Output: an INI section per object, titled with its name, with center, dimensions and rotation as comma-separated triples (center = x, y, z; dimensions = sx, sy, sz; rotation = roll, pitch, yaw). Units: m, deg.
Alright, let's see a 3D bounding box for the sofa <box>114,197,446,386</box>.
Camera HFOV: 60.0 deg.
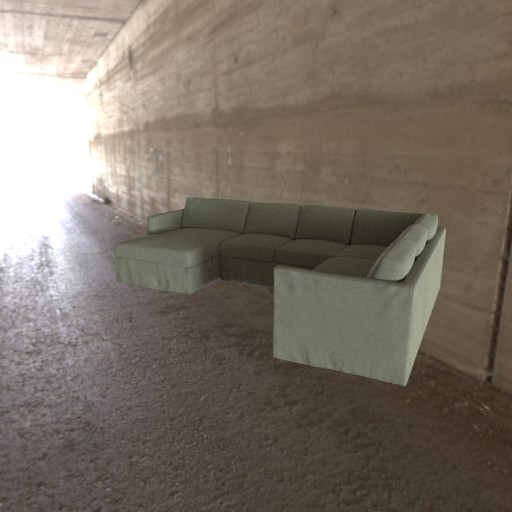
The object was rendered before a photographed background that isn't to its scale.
[sofa]
center = 0.000, 0.000, 4.600
dimensions = 3.434, 0.869, 2.440
rotation = 7, 16, 26
